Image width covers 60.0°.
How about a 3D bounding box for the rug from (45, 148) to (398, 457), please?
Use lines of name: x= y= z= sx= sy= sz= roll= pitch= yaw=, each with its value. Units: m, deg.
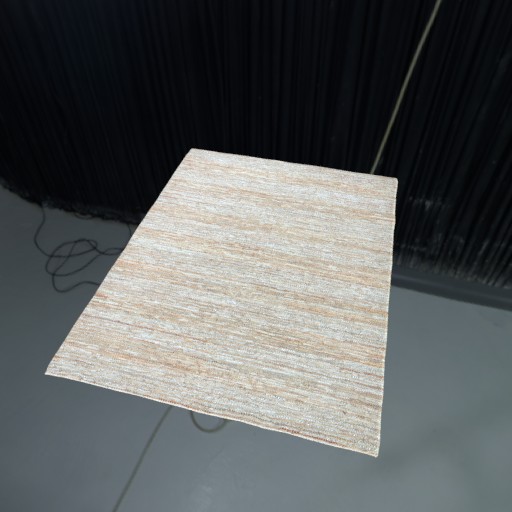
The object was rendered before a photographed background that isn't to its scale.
rug: x=0.000 y=0.000 z=3.863 sx=2.313 sy=0.009 sz=2.939 roll=11 pitch=47 yaw=10
